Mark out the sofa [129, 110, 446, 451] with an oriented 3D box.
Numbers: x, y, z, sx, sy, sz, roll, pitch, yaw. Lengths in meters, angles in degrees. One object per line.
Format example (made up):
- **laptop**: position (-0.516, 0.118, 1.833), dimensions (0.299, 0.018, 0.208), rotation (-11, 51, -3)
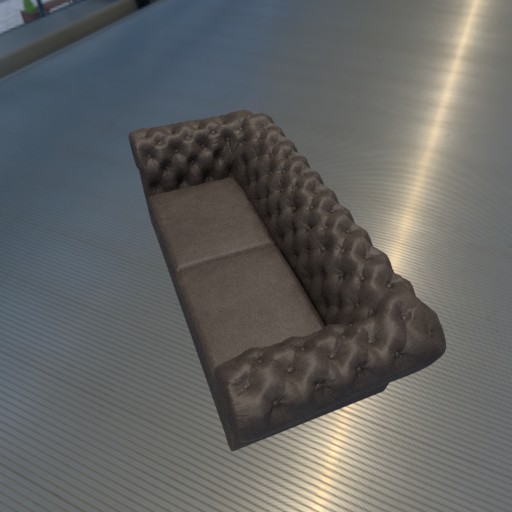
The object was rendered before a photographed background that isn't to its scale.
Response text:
- **sofa**: position (0.000, 0.000, 2.466), dimensions (0.944, 0.779, 2.048), rotation (-16, 48, -15)
